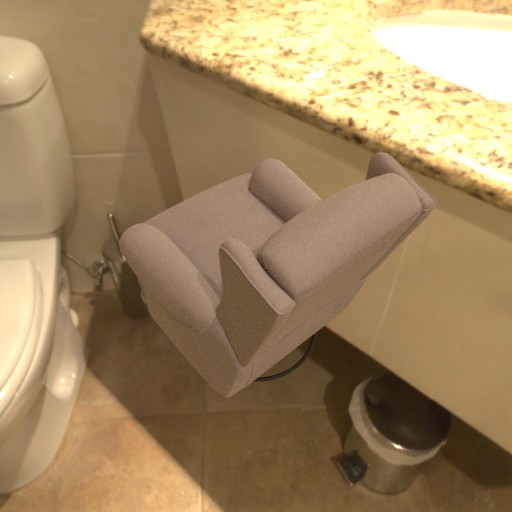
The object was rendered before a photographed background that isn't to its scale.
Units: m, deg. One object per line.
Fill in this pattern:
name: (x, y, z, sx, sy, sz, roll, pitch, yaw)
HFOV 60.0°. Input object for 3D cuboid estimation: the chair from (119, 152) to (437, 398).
chair: (0.000, 0.000, 1.779, 0.847, 1.011, 0.969, -32, 55, -26)
